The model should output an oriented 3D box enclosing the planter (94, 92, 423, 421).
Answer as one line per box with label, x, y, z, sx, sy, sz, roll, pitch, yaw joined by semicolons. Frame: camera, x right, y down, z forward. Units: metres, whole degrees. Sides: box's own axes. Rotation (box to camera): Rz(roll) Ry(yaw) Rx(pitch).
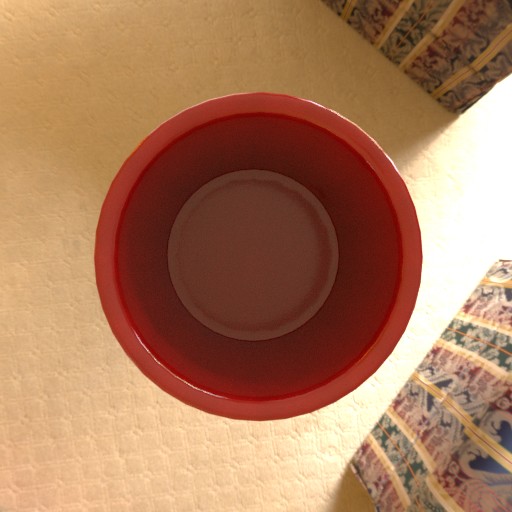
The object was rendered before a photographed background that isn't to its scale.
planter;0.000;0.000;0.405;0.230;0.202;0.230;0;91;-2
